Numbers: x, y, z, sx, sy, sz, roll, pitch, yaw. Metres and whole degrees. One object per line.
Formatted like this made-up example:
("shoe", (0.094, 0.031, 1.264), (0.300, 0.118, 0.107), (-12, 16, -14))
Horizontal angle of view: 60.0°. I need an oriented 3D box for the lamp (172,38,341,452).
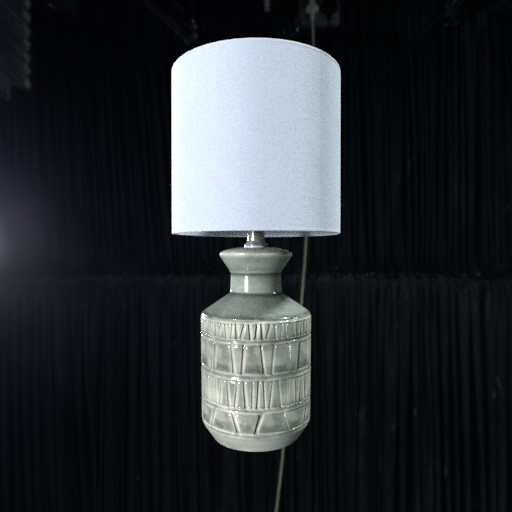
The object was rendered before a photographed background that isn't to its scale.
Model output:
("lamp", (0.000, 0.000, 0.566), (0.211, 0.455, 0.211), (0, 1, -1))
